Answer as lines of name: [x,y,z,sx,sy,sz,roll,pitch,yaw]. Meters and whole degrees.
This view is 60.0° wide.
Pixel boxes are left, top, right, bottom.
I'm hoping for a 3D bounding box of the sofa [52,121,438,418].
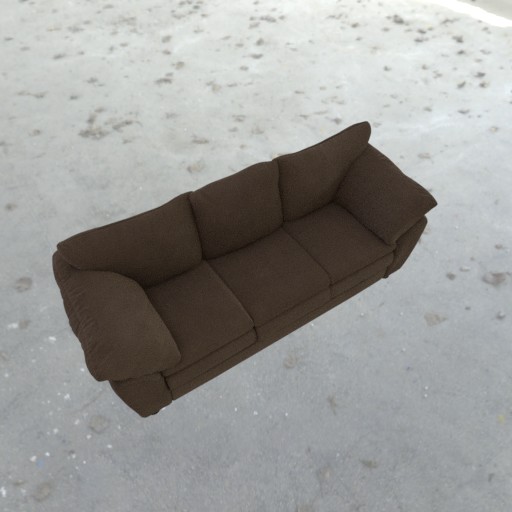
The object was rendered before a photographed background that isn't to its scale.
sofa: [0.000,0.000,2.869,2.336,1.015,0.878,-26,53,-22]
